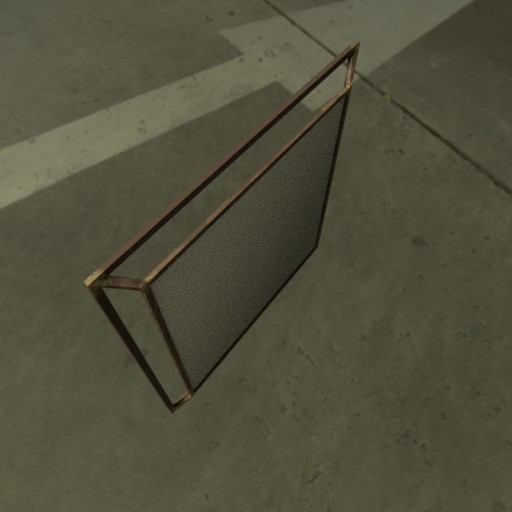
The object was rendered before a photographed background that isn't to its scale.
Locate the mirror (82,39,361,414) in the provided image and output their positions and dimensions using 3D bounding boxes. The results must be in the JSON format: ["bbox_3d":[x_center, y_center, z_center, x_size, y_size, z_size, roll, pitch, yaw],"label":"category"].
[{"bbox_3d":[0.000,0.000,0.890,0.032,0.610,0.610,33,63,19],"label":"mirror"}]
